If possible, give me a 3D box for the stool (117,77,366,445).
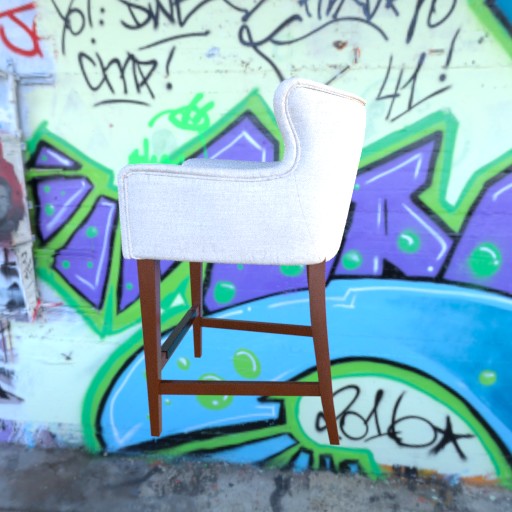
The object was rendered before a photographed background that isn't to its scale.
[{"bbox_3d":[0.000,0.000,1.413,0.637,0.987,0.615,2,14,7],"label":"stool"}]
